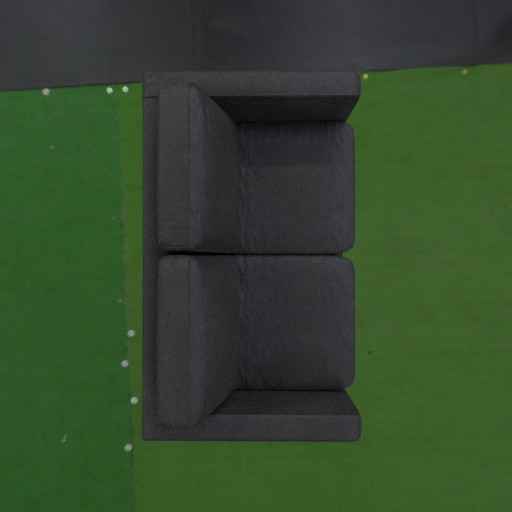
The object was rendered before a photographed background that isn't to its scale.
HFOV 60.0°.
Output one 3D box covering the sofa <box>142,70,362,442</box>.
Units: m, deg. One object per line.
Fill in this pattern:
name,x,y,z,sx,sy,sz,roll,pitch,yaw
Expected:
sofa,0.000,0.000,1.937,0.879,0.899,1.430,0,90,1
